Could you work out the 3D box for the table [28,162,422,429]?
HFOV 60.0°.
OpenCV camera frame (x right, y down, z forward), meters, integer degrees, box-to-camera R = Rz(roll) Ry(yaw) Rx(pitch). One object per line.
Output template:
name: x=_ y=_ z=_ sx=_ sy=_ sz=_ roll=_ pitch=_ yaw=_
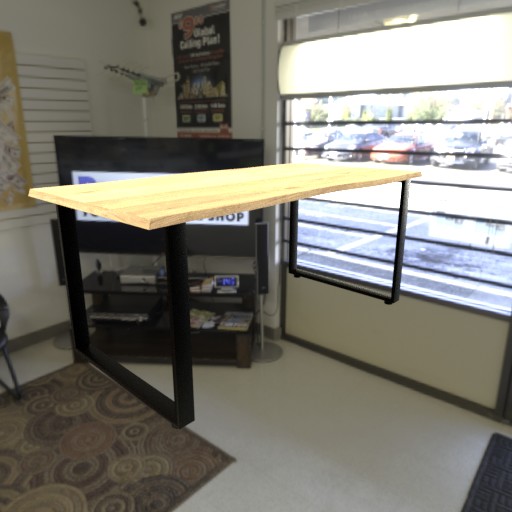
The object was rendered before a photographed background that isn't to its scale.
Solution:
table: x=0.000 y=0.000 z=2.258 sx=0.900 sy=0.780 sz=1.800 roll=15 pitch=22 yaw=41
